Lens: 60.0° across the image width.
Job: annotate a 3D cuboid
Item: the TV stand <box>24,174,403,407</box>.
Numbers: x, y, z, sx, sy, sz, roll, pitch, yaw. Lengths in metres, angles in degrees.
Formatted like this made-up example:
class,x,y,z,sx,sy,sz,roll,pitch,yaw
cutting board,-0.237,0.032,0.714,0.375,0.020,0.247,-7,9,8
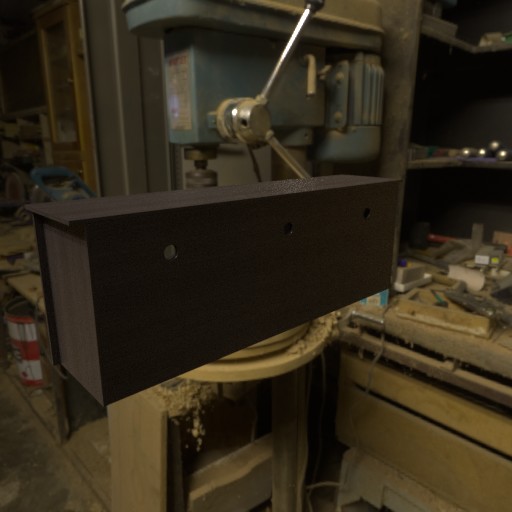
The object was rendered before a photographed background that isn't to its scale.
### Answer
class,x,y,z,sx,sy,sz,roll,pitch,yaw
TV stand,0.000,0.000,2.032,1.778,0.610,0.406,-14,20,-41
